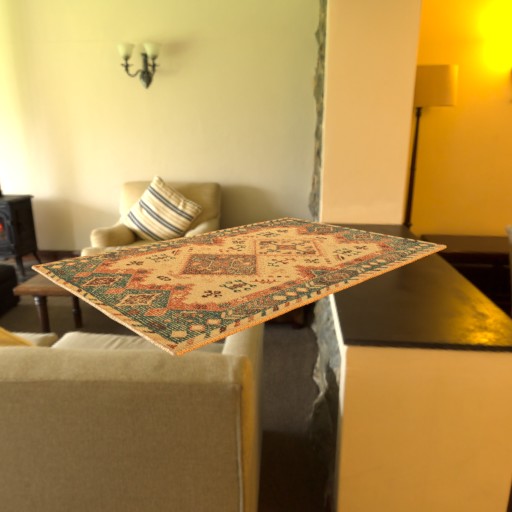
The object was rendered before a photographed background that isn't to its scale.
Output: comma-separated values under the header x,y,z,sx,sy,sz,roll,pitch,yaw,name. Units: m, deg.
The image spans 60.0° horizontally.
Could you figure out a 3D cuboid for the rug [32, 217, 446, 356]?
x,y,z,sx,sy,sz,roll,pitch,yaw,name
0.000,0.000,2.320,1.840,0.015,1.225,-15,21,-42,rug
